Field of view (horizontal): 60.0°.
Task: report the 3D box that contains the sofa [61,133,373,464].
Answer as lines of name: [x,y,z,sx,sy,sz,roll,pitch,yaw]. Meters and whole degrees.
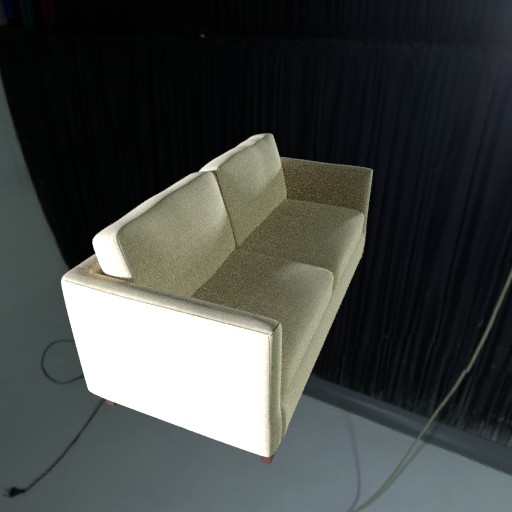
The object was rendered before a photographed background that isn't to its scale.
sofa: [0.000,0.000,2.478,0.950,0.963,1.884,12,32,20]
